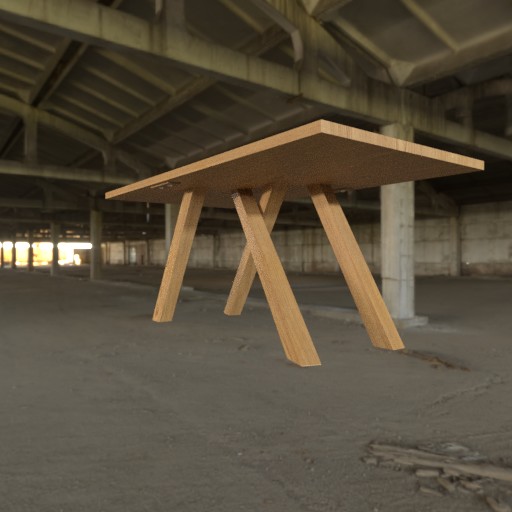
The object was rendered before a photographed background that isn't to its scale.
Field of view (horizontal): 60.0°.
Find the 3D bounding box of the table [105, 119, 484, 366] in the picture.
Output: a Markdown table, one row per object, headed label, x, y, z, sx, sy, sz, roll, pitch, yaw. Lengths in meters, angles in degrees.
| label | x | y | z | sx | sy | sz | roll | pitch | yaw |
| --- | --- | --- | --- | --- | --- | --- | --- | --- | --- |
| table | 0.000 | 0.000 | 2.196 | 0.901 | 0.750 | 1.797 | 0 | 0 | -37 |
